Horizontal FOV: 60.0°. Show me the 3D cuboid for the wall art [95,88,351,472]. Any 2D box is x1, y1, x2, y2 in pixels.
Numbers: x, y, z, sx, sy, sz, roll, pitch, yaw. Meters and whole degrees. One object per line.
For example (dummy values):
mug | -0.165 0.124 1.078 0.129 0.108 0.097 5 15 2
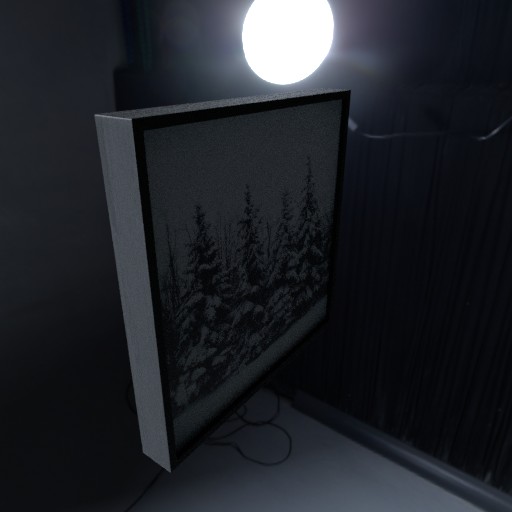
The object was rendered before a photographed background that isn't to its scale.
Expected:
wall art | 0.000 0.000 0.455 0.037 0.305 0.305 17 29 33
